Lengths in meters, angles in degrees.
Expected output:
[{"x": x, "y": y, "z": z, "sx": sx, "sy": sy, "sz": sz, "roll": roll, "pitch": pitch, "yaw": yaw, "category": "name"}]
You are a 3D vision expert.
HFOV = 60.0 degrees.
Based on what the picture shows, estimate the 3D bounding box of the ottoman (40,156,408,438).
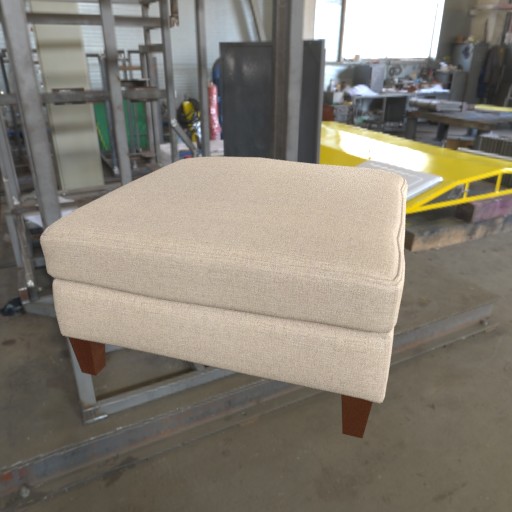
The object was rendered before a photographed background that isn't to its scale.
[{"x": 0.000, "y": 0.000, "z": 1.353, "sx": 0.838, "sy": 0.481, "sz": 0.838, "roll": 8, "pitch": 26, "yaw": 16, "category": "ottoman"}]
